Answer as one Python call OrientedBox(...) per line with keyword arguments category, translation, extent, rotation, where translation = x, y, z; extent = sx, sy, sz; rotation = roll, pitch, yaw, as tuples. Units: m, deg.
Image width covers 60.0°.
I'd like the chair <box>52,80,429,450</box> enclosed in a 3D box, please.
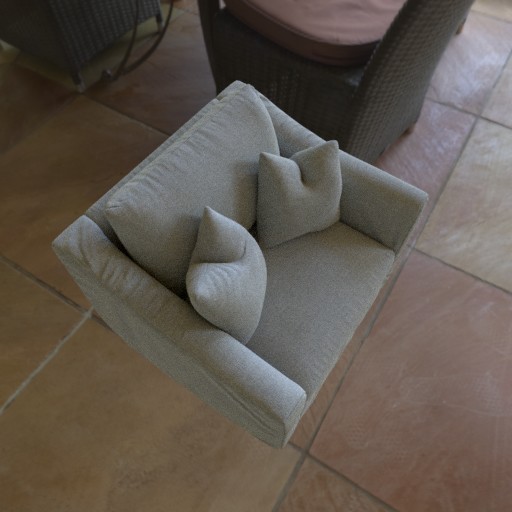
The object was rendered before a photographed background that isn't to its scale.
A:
OrientedBox(category="chair", translation=(0.000, 0.000, 2.026), extent=(1.071, 1.059, 1.194), rotation=(31, 63, 18))
